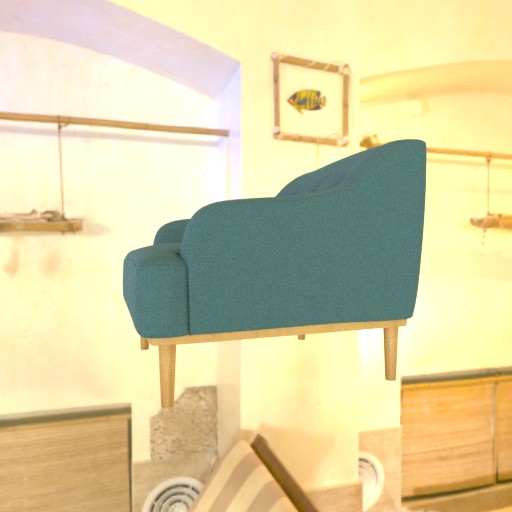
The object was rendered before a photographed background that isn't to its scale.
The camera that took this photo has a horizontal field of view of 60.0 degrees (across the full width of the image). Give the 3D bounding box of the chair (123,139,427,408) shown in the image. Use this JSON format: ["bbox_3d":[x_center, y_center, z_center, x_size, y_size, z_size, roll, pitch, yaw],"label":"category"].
[{"bbox_3d":[0.000,0.000,1.693,0.951,0.818,0.946,0,1,-19],"label":"chair"}]
